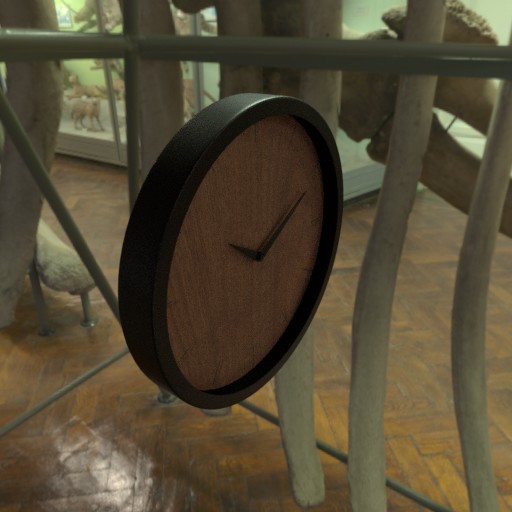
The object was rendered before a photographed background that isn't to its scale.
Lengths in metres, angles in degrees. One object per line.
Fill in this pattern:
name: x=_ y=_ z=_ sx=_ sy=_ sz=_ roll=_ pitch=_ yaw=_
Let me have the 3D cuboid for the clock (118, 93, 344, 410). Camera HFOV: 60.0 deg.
clock: x=0.000 y=0.000 z=0.457 sx=0.040 sy=0.314 sz=0.314 roll=18 pitch=32 yaw=32
